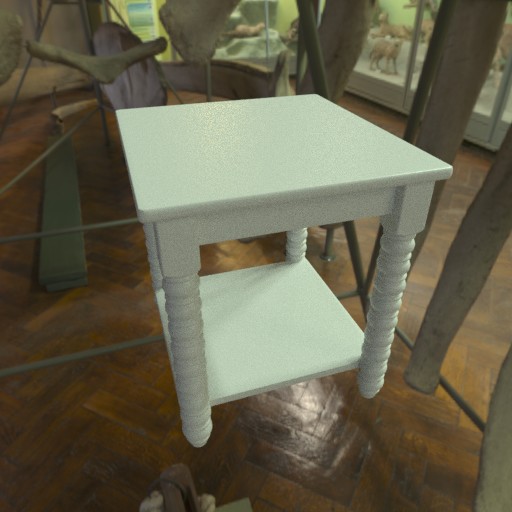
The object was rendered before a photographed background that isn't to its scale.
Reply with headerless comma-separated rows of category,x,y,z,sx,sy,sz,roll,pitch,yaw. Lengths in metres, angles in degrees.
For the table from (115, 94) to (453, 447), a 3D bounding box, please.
table,0.000,0.000,1.008,0.500,0.563,0.533,-10,34,-15
